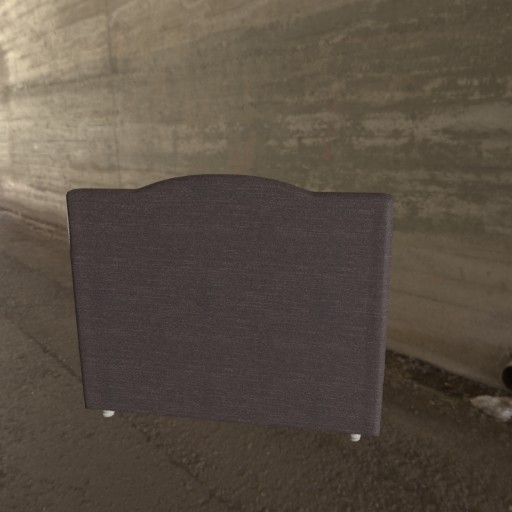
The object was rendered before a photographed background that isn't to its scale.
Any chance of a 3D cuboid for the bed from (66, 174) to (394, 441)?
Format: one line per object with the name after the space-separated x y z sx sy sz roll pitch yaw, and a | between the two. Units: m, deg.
0.000 0.000 3.546 1.741 1.441 2.507 2 14 9 | bed
